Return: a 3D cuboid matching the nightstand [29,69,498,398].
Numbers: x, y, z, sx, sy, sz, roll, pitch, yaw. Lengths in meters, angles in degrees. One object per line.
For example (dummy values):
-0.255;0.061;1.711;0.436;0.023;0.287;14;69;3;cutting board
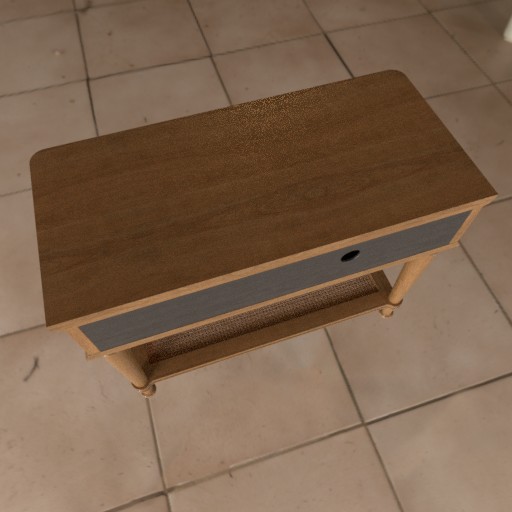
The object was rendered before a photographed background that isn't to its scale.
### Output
0.000;0.000;1.248;0.914;0.700;0.432;-16;61;-9;nightstand
